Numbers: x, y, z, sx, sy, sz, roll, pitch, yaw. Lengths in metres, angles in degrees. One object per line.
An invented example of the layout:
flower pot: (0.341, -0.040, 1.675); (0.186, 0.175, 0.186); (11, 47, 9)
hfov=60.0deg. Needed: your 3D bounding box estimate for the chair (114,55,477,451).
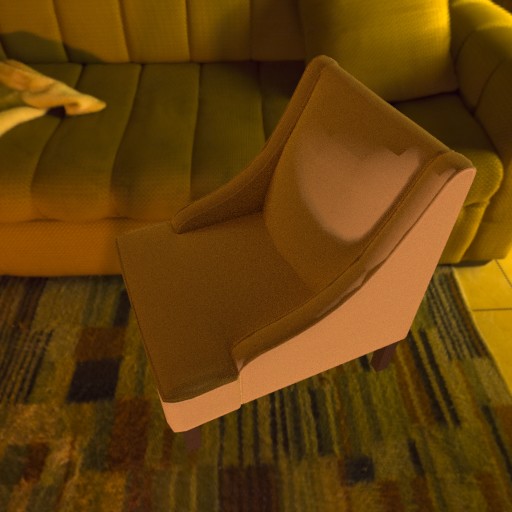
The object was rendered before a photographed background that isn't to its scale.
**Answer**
chair: (0.000, 0.000, 1.392); (0.806, 0.886, 0.689); (-17, 48, -16)
